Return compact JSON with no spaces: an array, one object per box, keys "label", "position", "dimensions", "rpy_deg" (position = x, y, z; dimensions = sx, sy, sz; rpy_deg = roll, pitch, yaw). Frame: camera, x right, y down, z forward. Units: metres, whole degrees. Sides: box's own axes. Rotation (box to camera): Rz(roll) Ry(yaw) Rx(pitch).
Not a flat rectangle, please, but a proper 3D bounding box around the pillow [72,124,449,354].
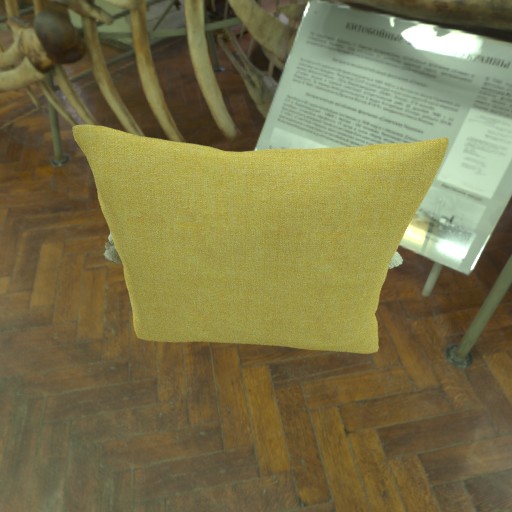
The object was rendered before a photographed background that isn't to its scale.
[{"label":"pillow","position":[0.000,0.000,0.728],"dimensions":[0.485,0.481,0.167],"rpy_deg":[3,47,3]}]
